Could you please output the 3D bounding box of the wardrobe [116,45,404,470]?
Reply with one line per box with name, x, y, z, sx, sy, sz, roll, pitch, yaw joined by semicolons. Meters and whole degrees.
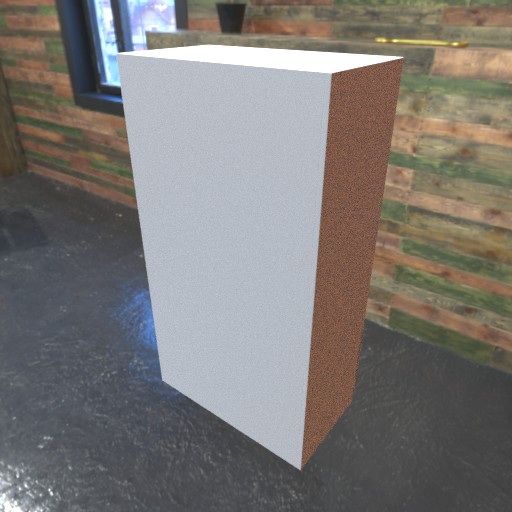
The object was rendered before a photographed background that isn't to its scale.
wardrobe;0.000;0.000;2.181;0.991;1.808;0.577;21;35;32
